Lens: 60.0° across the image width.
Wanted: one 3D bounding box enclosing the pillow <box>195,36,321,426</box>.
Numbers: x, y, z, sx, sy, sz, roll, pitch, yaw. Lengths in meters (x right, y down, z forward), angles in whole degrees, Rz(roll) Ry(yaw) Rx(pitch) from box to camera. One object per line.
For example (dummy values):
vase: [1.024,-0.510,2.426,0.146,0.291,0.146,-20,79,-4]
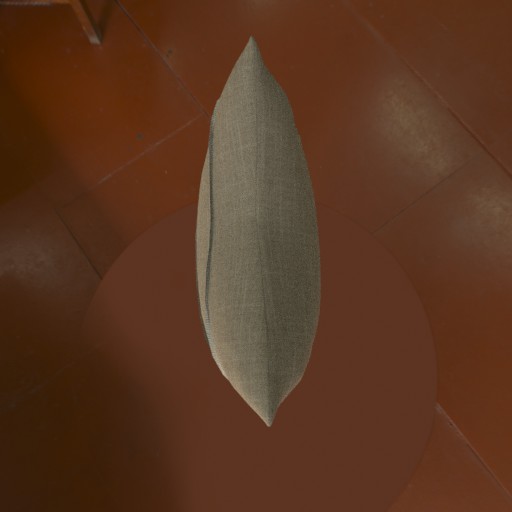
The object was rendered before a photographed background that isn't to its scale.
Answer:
pillow: [0.000,0.000,0.634,0.169,0.400,0.424,-2,77,-1]
